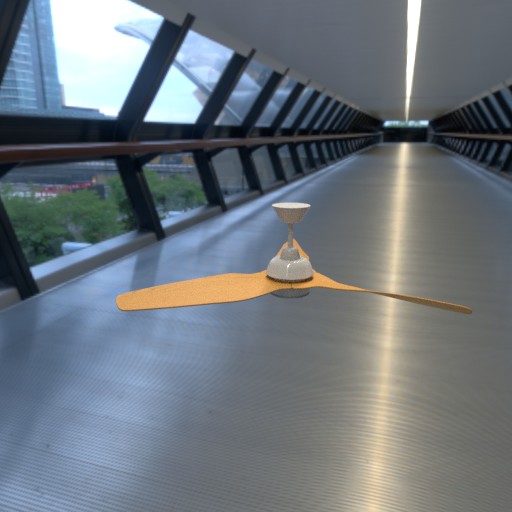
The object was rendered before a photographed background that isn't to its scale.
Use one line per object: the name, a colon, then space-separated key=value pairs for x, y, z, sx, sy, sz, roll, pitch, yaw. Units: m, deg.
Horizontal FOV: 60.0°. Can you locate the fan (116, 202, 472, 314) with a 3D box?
fan: x=0.000 y=0.000 z=1.633 sx=1.010 sy=0.355 sz=1.142 roll=-7 pitch=16 yaw=-27
